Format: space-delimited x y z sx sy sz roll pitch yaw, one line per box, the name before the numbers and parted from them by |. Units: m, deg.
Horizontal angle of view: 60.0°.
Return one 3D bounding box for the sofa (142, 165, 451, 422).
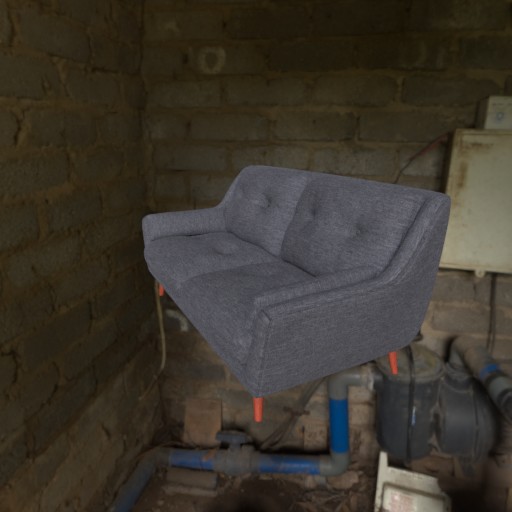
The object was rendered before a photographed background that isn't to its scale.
sofa | 0.000 0.000 2.485 0.975 0.896 1.929 -7 17 -25
